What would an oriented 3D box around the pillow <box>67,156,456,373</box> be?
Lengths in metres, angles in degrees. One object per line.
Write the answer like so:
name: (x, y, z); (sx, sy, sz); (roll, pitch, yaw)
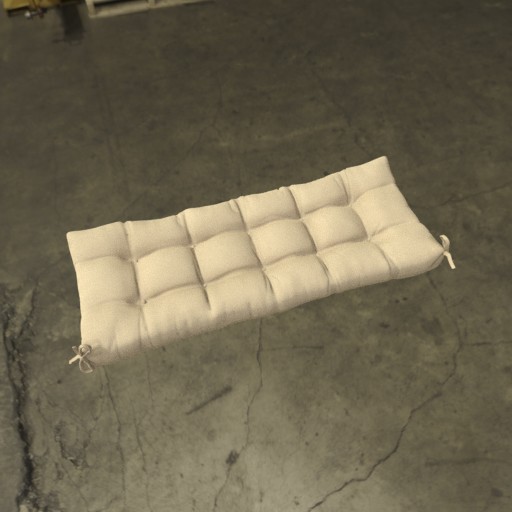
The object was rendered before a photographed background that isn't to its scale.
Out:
pillow: (0.000, 0.000, 1.391); (1.194, 0.174, 0.511); (-15, 58, -10)
